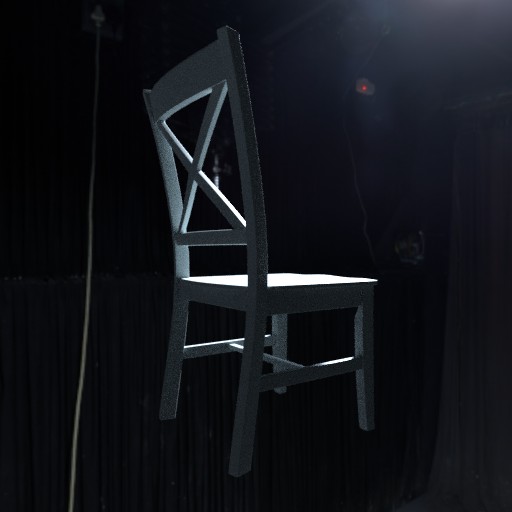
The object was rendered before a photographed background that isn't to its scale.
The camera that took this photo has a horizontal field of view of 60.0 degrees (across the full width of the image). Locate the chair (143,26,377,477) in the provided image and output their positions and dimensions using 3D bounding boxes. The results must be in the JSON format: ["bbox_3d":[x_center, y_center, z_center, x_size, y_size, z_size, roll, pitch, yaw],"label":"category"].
[{"bbox_3d":[0.000,0.000,1.282,0.542,0.983,0.485,0,1,-35],"label":"chair"}]
